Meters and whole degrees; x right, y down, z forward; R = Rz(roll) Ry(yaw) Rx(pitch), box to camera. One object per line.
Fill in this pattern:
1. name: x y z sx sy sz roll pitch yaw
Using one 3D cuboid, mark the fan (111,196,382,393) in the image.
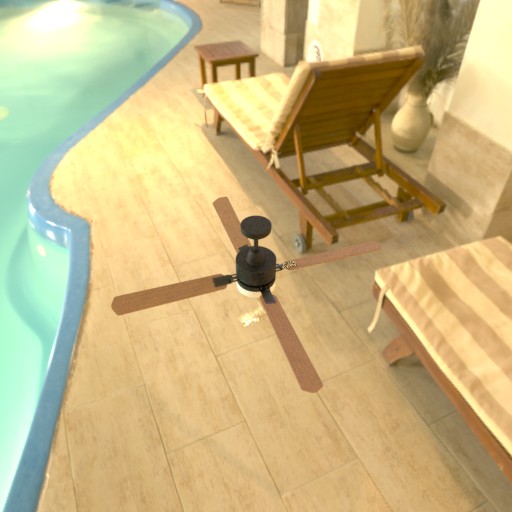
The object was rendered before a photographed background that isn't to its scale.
1. fan: 0.000 0.000 2.003 1.320 0.355 1.320 -13 43 -14
